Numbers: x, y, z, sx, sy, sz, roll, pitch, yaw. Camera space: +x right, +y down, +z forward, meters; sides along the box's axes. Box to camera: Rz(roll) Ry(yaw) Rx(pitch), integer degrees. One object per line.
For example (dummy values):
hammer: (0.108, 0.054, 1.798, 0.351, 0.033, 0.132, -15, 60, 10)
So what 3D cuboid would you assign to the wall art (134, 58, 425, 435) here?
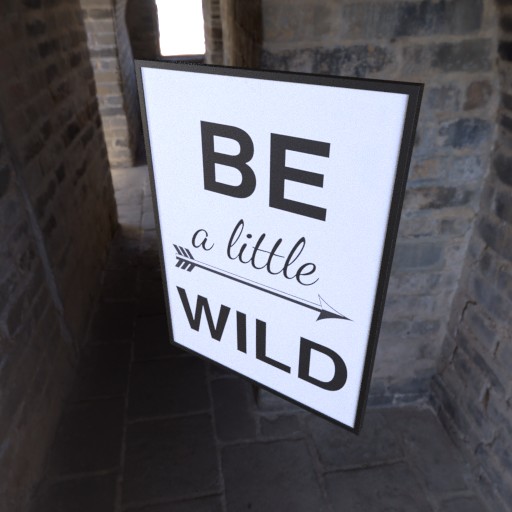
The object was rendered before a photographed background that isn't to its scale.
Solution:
wall art: (0.000, 0.000, 1.358, 0.806, 1.062, 0.038, 18, 35, 28)
